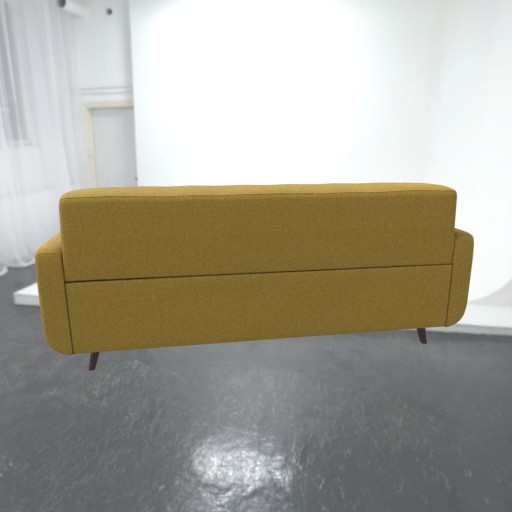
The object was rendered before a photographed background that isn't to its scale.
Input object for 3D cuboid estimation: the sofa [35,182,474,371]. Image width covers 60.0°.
[{"bbox_3d":[0.000,0.000,2.465,2.029,0.841,0.909,-2,15,-9],"label":"sofa"}]
